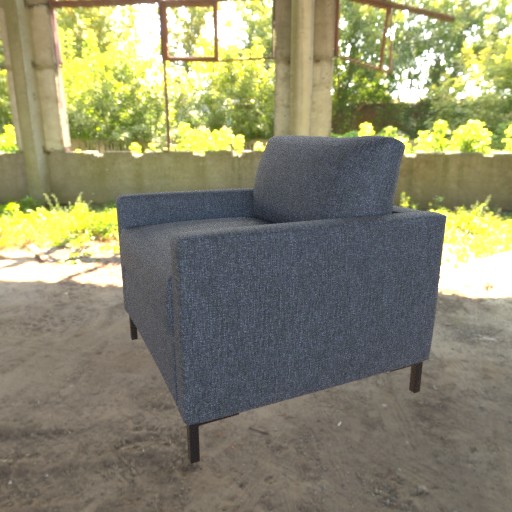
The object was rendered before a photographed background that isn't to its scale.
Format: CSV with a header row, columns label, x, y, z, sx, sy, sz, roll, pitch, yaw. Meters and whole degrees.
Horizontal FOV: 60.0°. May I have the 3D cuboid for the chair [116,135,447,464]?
label,x,y,z,sx,sy,sz,roll,pitch,yaw
chair,0.000,0.000,1.625,0.866,0.861,0.963,-7,16,-25
